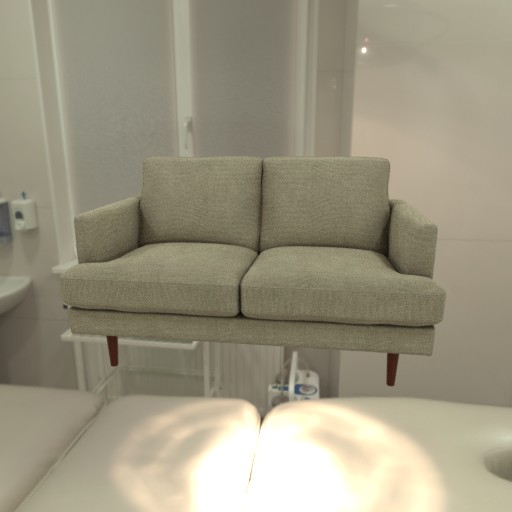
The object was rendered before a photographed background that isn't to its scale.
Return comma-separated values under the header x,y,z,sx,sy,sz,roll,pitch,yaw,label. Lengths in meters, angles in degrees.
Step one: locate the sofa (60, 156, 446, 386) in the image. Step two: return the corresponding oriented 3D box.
x,y,z,sx,sy,sz,roll,pitch,yaw,label
0.000,0.000,2.182,1.582,0.944,0.903,2,15,8,sofa
